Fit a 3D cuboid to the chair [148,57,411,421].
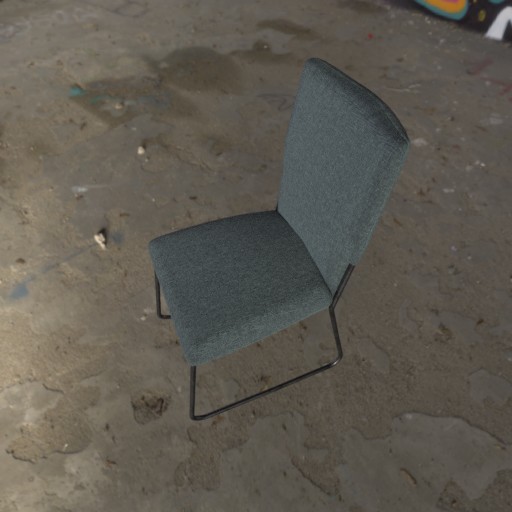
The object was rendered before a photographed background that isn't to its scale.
[{"bbox_3d":[0.000,0.000,1.323,0.635,0.931,0.480,-17,50,-15],"label":"chair"}]
